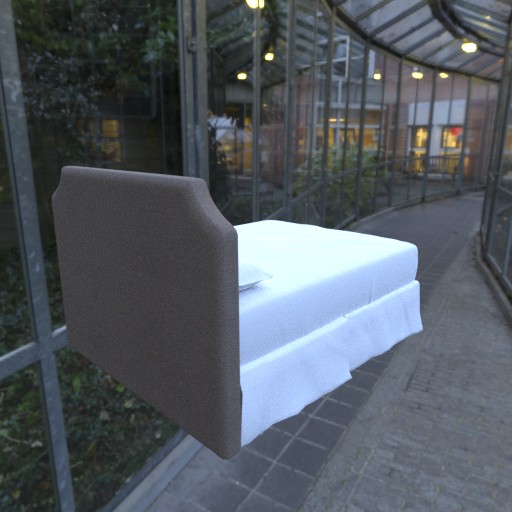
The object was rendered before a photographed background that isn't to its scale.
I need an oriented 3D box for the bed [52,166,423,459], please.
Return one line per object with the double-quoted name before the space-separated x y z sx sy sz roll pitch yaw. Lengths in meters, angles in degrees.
"bed" 0.000 0.000 3.146 1.693 1.290 2.116 14 20 43
